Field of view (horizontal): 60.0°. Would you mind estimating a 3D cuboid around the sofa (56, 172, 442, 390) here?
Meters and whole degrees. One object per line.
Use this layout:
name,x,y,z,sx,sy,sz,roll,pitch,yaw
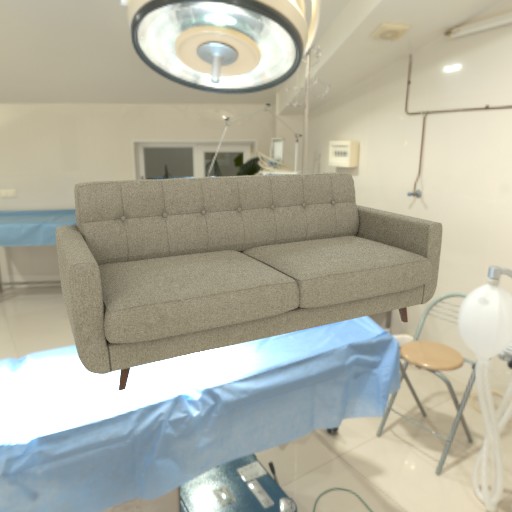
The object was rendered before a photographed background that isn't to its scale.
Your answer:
sofa,0.000,0.000,2.564,2.055,0.873,0.968,-7,16,-26
